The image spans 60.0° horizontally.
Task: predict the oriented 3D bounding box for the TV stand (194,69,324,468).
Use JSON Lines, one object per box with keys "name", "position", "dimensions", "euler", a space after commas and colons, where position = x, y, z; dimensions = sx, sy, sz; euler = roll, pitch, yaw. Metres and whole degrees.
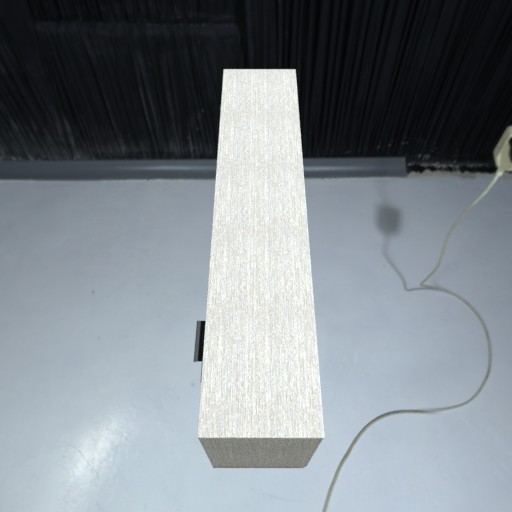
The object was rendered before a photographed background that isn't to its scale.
{"name": "TV stand", "position": [0.000, 0.000, 2.126], "dimensions": [0.405, 0.787, 1.804], "euler": [0, 56, 0]}
